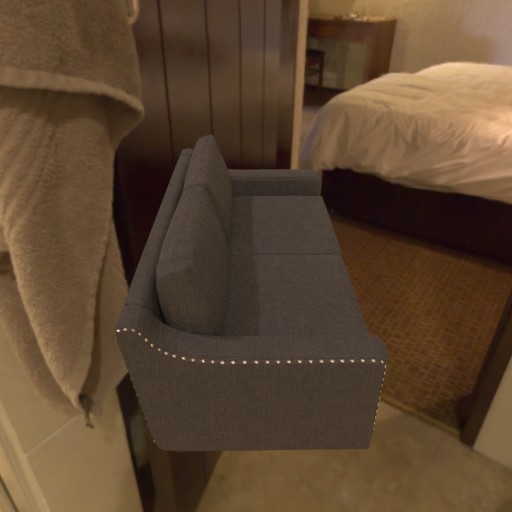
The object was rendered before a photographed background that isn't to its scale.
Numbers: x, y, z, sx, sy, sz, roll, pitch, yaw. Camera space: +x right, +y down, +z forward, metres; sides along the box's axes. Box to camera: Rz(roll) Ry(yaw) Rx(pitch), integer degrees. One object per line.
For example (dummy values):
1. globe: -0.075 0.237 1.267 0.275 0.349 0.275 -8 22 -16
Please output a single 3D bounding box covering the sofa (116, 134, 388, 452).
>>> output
1. sofa: 0.000 0.000 3.298 1.336 1.196 2.550 -1 32 -1
